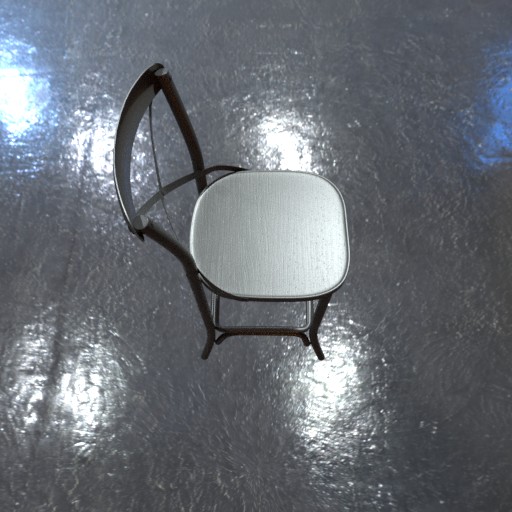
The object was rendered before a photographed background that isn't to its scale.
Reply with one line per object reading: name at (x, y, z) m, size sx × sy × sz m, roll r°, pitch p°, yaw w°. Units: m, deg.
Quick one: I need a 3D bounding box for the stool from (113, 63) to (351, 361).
stool at (0.000, 0.000, 1.425) m, size 0.584 × 1.168 × 0.457 m, roll 0°, pitch 64°, yaw 0°
